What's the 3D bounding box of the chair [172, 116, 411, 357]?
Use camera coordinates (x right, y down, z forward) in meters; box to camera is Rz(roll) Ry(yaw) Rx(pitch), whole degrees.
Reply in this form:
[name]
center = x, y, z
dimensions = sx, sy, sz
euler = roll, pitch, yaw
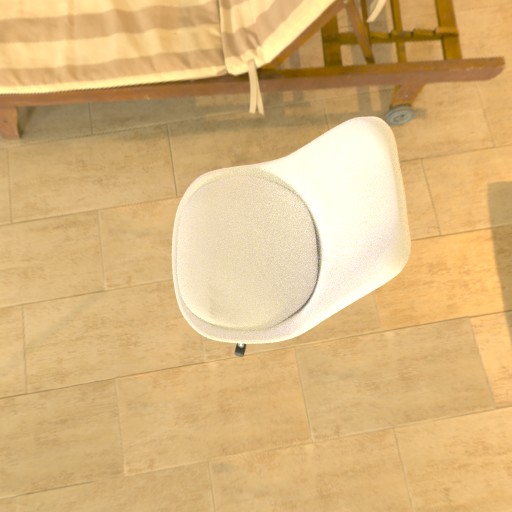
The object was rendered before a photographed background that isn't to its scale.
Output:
[chair]
center = 0.000, 0.000, 1.250
dimensions = 0.550, 0.930, 0.550
euler = -4, 77, -1
